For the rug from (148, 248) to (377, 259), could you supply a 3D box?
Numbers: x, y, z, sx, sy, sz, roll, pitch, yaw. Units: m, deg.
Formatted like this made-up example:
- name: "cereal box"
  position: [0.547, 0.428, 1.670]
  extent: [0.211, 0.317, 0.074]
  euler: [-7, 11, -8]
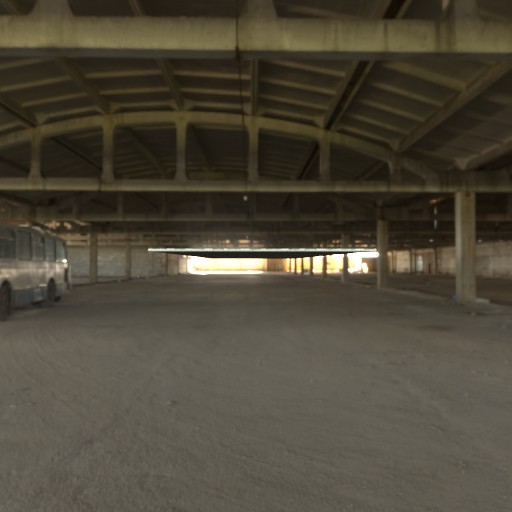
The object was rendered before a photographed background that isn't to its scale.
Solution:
- name: "rug"
  position: [0.000, 0.000, 2.664]
  extent: [0.750, 0.009, 2.435]
  euler: [0, -1, -1]
